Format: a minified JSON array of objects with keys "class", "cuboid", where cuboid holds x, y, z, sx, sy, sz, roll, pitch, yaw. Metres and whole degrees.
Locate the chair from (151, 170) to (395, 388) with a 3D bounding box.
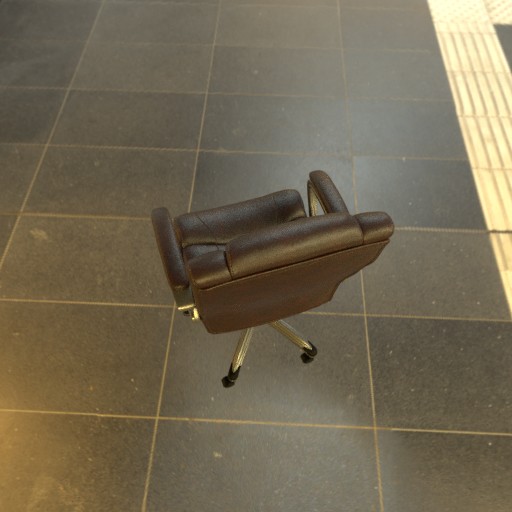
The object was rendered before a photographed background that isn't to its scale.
[{"class":"chair","cuboid":[0.000,0.000,1.623,0.656,1.128,0.692,-15,60,-9]}]
